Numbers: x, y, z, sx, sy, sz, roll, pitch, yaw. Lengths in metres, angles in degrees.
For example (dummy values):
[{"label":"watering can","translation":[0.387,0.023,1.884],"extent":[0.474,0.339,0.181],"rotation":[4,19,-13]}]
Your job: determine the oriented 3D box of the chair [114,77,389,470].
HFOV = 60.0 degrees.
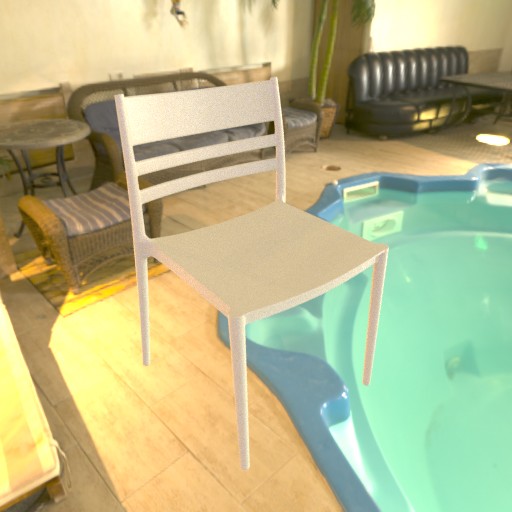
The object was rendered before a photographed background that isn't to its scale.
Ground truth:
[{"label":"chair","translation":[0.000,0.000,1.162],"extent":[0.531,0.800,0.511],"rotation":[-21,36,-32]}]
